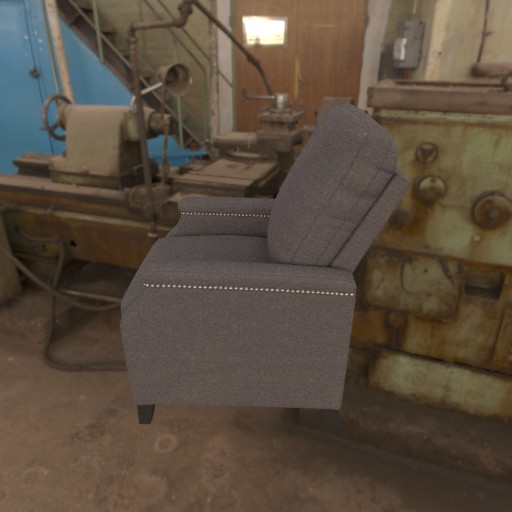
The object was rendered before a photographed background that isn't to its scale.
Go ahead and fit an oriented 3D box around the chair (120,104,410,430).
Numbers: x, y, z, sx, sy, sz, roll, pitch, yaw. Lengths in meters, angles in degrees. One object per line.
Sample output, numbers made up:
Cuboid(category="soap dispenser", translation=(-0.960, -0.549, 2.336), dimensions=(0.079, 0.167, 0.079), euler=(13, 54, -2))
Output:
Cuboid(category="chair", translation=(0.000, 0.000, 1.681), dimensions=(0.922, 1.049, 0.710), euler=(1, 26, 2))
